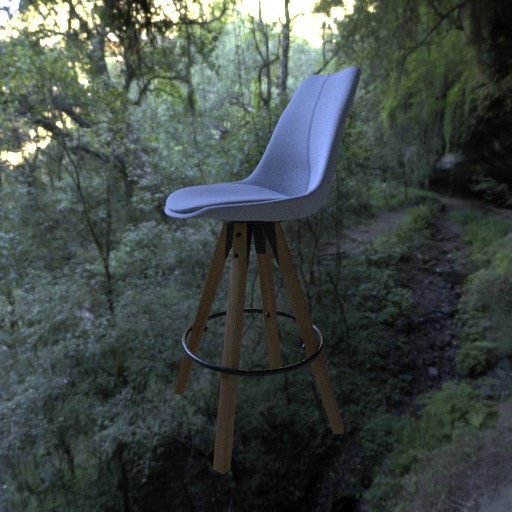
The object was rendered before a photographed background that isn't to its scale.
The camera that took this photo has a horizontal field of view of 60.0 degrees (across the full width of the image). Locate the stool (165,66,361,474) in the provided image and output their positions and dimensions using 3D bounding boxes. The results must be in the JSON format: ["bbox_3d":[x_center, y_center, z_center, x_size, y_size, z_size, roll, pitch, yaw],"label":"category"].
[{"bbox_3d":[0.000,0.000,1.398,0.550,1.115,0.484,-7,17,-24],"label":"stool"}]
